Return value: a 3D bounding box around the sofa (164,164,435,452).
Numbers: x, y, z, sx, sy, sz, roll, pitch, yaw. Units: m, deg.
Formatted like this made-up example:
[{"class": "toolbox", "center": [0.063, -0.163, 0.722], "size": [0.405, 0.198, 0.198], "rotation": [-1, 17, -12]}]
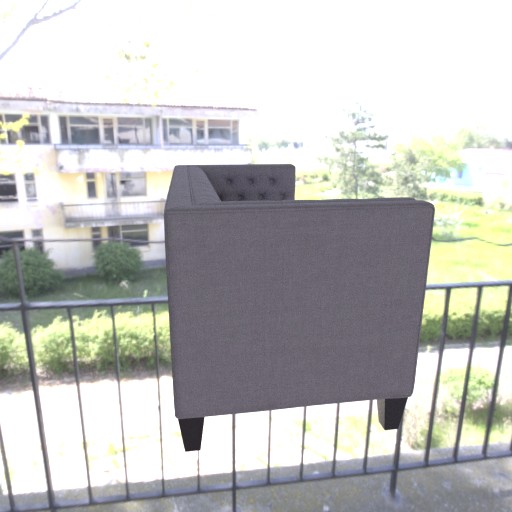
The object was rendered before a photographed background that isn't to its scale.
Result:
[{"class": "sofa", "center": [0.000, 0.000, 2.148], "size": [0.775, 0.762, 1.778], "rotation": [-2, 16, -9]}]
